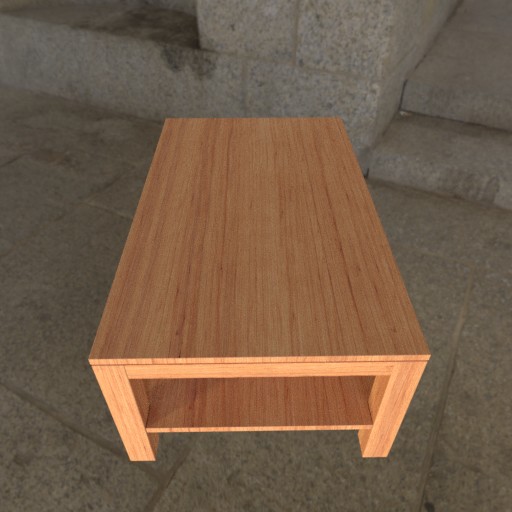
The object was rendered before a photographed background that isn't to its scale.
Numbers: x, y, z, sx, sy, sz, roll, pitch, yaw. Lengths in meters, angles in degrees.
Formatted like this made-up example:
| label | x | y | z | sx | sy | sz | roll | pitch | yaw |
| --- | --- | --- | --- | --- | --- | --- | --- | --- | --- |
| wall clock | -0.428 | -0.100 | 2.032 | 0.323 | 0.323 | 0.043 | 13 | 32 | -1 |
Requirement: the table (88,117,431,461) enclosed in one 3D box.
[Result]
| label | x | y | z | sx | sy | sz | roll | pitch | yaw |
| --- | --- | --- | --- | --- | --- | --- | --- | --- | --- |
| table | 0.000 | 0.000 | 1.479 | 0.695 | 0.457 | 1.146 | -1 | 41 | -1 |
